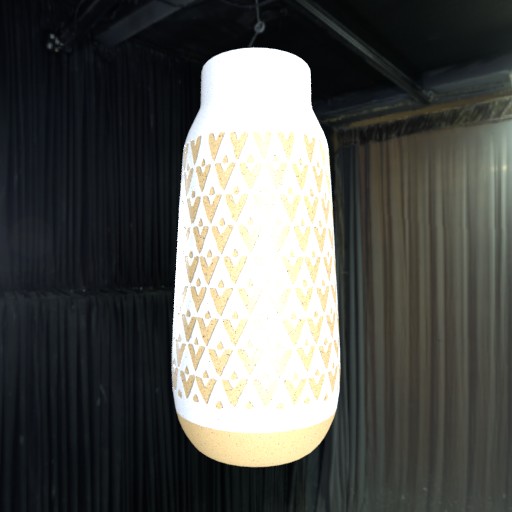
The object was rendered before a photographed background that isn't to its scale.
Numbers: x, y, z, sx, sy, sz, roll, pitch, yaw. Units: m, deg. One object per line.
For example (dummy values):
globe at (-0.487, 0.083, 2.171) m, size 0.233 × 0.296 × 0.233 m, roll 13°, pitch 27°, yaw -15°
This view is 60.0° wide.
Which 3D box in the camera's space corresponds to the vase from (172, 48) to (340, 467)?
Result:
vase at (0.000, 0.000, 0.369) m, size 0.137 × 0.307 × 0.137 m, roll 0°, pitch -1°, yaw 0°
